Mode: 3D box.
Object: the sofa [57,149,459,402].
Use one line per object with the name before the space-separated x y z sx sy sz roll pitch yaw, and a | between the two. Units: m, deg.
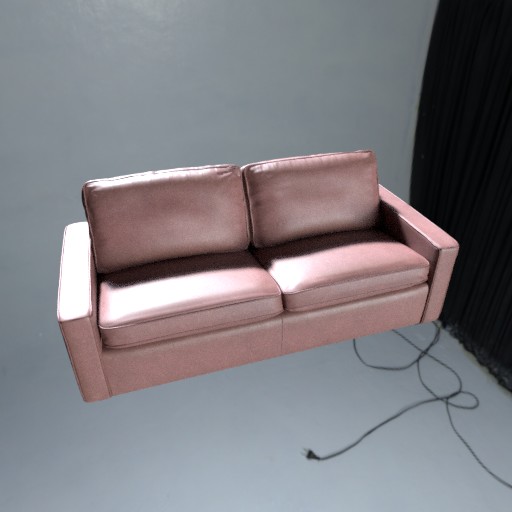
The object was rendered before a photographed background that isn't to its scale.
sofa | 0.000 0.000 2.562 2.080 0.919 0.940 -10 34 -15
